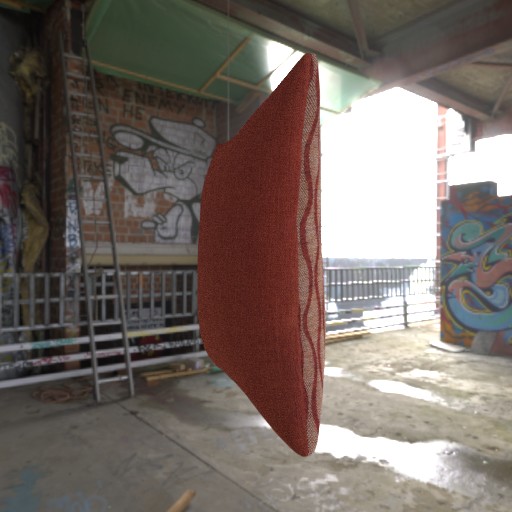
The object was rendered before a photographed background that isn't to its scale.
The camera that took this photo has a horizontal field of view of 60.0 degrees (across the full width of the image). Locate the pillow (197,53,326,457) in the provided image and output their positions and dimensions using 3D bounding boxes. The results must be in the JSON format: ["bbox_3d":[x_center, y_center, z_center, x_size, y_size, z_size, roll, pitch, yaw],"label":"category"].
[{"bbox_3d":[0.000,0.000,0.668,0.159,0.434,0.429,0,0,-18],"label":"pillow"}]
